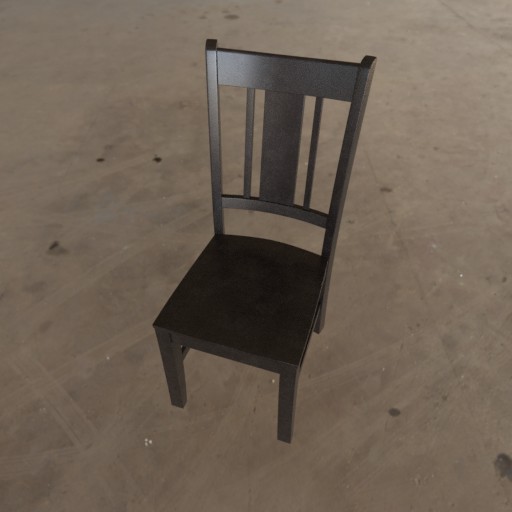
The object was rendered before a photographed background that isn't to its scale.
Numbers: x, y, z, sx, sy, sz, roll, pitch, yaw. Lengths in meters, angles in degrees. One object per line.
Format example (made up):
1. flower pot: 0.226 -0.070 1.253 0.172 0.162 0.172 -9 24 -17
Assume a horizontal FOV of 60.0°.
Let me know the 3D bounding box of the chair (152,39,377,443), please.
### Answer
1. chair: 0.000 0.000 1.283 0.450 0.998 0.555 13 43 14
